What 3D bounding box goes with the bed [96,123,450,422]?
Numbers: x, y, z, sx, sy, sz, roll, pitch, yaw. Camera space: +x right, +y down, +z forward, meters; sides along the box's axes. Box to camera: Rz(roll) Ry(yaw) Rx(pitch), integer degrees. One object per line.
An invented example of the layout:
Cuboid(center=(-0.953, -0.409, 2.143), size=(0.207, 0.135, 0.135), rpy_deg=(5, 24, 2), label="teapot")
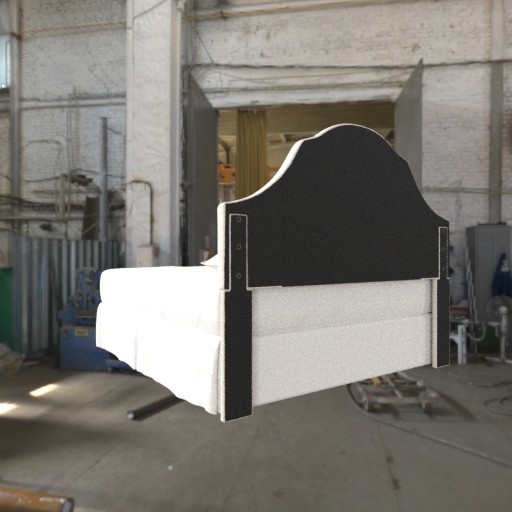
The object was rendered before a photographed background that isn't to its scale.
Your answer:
Cuboid(center=(0.000, 0.000, 3.618), size=(2.008, 1.615, 2.214), rpy_deg=(0, 0, -35), label="bed")
